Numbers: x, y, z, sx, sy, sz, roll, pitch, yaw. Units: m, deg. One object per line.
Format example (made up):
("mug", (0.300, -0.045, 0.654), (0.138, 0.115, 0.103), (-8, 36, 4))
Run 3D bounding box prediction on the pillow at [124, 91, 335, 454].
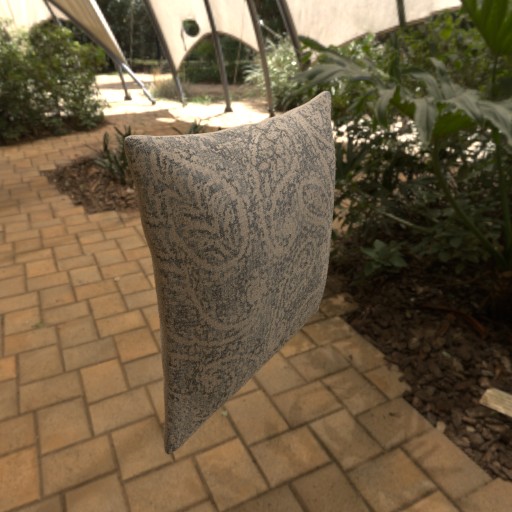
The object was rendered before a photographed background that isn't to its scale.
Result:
("pillow", (0.000, 0.000, 0.796), (0.166, 0.510, 0.523), (17, 32, 30))
